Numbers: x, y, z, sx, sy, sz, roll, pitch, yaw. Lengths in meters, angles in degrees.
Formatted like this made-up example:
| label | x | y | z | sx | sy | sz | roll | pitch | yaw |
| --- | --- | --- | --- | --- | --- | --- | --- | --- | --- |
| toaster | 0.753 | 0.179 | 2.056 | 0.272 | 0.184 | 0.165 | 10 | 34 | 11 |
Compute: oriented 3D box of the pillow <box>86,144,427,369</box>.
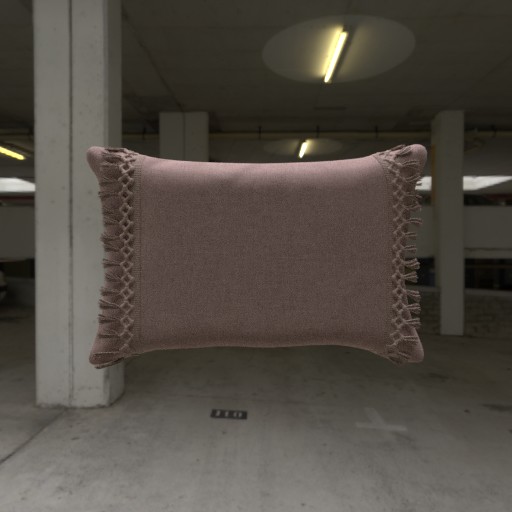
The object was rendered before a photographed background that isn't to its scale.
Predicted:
| label | x | y | z | sx | sy | sz | roll | pitch | yaw |
| --- | --- | --- | --- | --- | --- | --- | --- | --- | --- |
| pillow | 0.000 | 0.000 | 0.607 | 0.466 | 0.305 | 0.084 | 0 | 1 | 1 |
